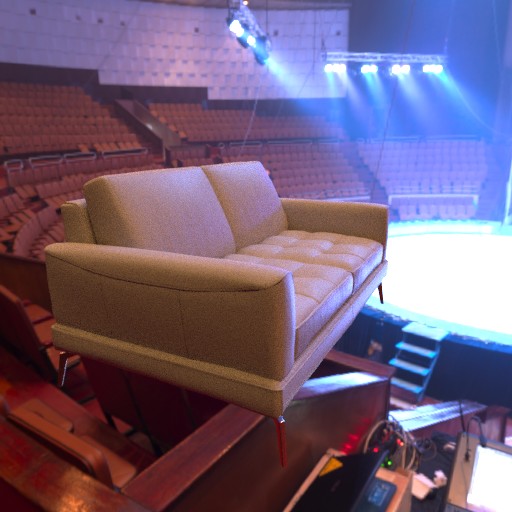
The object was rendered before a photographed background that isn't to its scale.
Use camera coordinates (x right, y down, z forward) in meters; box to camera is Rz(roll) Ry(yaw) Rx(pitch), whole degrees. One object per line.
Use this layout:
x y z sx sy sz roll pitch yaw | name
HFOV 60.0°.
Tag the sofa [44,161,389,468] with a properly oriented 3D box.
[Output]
0.000 0.000 2.368 1.121 0.930 1.819 7 17 26 | sofa
